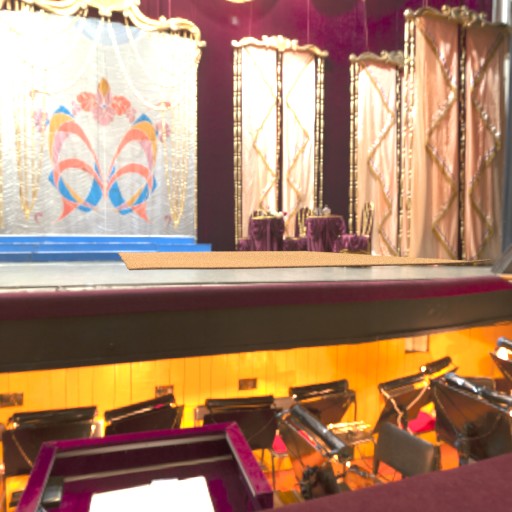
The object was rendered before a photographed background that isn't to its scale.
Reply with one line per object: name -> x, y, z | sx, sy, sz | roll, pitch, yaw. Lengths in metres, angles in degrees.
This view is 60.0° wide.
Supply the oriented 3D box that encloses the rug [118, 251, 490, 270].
rug -> 0.000, 0.000, 3.904 | 2.277, 0.035, 2.897 | -1, 2, -18
